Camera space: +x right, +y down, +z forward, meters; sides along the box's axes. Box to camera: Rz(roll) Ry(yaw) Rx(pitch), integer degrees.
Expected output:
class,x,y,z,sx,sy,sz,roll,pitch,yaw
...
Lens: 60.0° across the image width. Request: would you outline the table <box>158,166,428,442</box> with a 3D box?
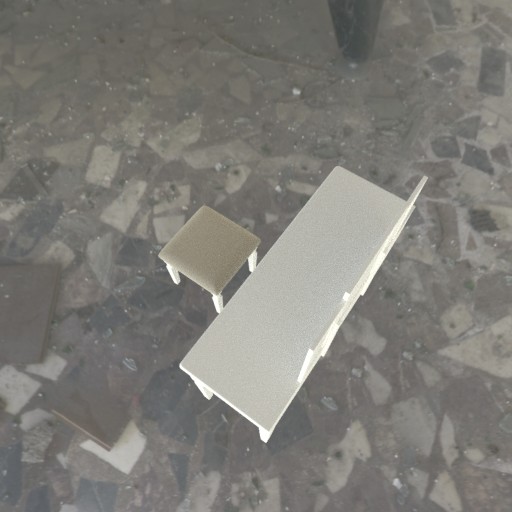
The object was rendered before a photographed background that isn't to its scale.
class,x,y,z,sx,sy,sz,roll,pitch,yaw
table,0.000,0.000,2.303,1.115,1.310,1.369,32,67,16
